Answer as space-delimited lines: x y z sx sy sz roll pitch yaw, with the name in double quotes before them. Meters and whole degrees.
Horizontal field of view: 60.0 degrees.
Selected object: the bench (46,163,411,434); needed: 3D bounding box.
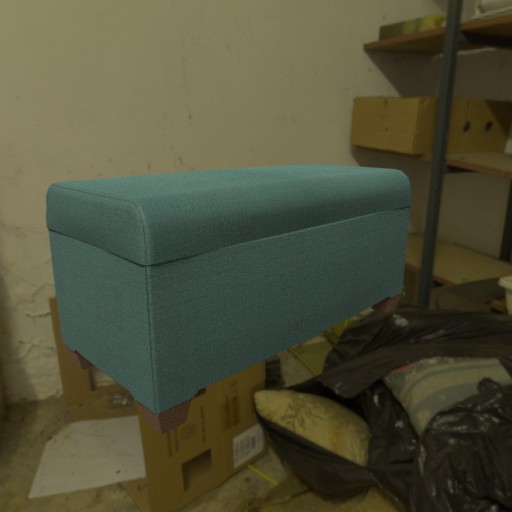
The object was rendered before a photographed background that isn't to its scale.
"bench" 0.000 0.000 1.264 0.476 0.474 0.995 15 21 43
